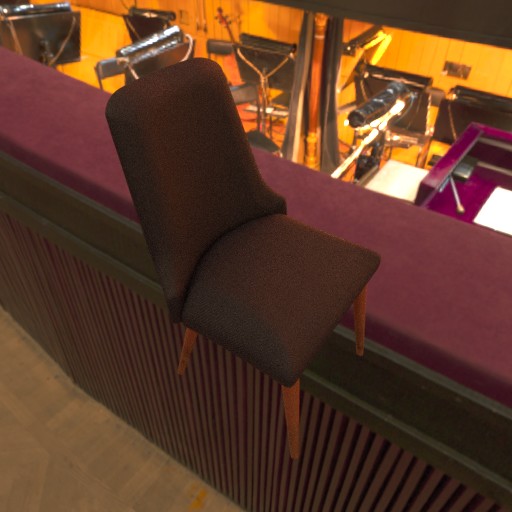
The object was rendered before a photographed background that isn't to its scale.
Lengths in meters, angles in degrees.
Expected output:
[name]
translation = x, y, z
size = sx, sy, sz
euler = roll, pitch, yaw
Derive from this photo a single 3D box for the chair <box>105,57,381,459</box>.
[chair]
translation = 0.000, 0.000, 1.138
size = 0.567, 0.820, 0.504
euler = 25, 48, 25
